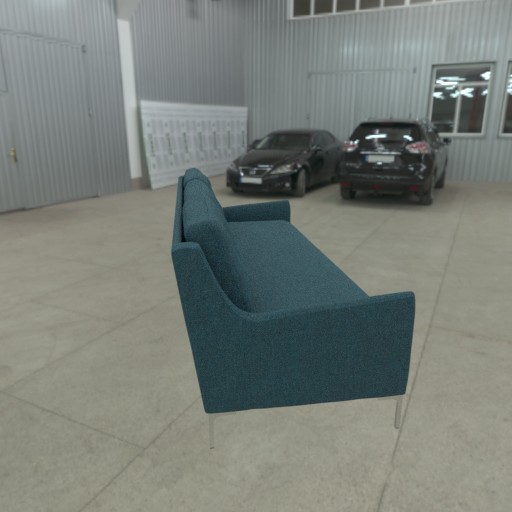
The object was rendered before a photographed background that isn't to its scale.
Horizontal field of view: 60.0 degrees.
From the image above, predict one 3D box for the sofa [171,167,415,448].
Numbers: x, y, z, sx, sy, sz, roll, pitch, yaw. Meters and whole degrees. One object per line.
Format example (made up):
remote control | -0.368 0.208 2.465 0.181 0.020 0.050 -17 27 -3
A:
sofa | 0.000 0.000 2.484 0.849 0.837 2.060 -3 17 -8
